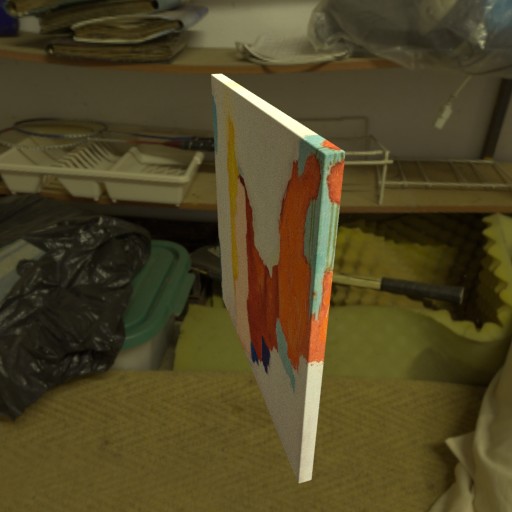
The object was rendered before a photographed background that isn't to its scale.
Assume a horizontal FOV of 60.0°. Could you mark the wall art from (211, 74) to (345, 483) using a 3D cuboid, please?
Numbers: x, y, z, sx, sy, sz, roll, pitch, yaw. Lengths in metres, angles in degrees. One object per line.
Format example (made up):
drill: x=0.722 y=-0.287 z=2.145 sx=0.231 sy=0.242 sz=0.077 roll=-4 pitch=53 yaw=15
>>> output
wall art: x=0.000 y=0.000 z=1.504 sx=0.044 sy=1.017 sz=1.017 roll=-9 pitch=31 yaw=-15
